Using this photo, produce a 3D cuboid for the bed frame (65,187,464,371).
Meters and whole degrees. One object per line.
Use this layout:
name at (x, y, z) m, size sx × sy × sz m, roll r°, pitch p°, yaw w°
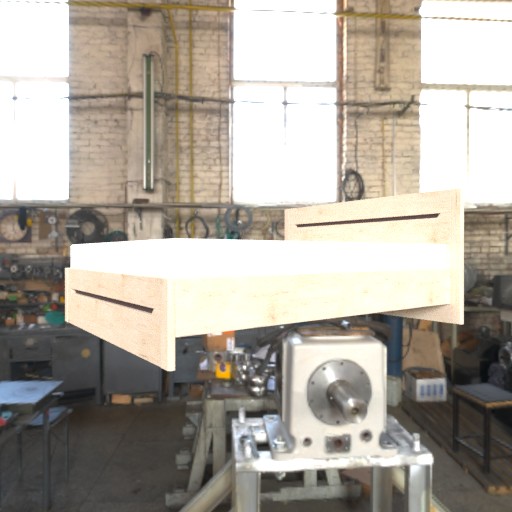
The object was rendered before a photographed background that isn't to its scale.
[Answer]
bed frame at (0.000, 0.000, 3.027) m, size 2.080 × 0.900 × 1.800 m, roll 0°, pitch 0°, yaw -36°
